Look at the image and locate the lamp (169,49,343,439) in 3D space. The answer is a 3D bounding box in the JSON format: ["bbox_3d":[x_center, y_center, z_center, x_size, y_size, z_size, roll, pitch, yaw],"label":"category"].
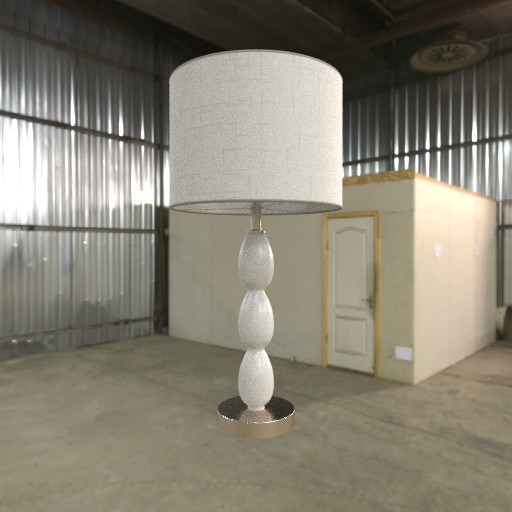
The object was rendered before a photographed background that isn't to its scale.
[{"bbox_3d":[0.000,0.000,0.738,0.282,0.559,0.280,0,2,-18],"label":"lamp"}]
